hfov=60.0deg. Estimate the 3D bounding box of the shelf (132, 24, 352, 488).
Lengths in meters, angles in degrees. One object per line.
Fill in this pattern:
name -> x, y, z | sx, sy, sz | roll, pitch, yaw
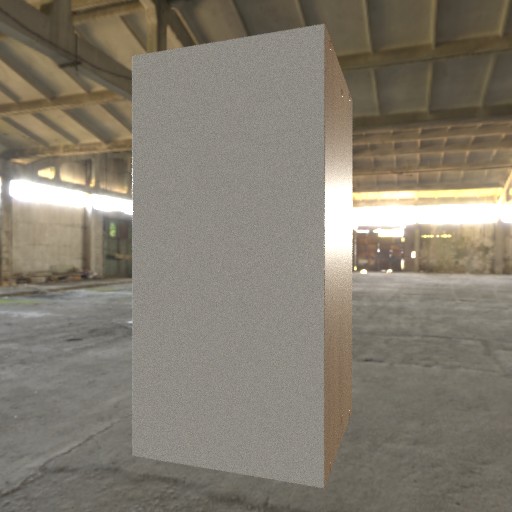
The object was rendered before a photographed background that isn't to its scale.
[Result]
shelf -> 0.000, 0.000, 0.753 | 0.290, 0.594, 0.297 | 0, 0, 19
